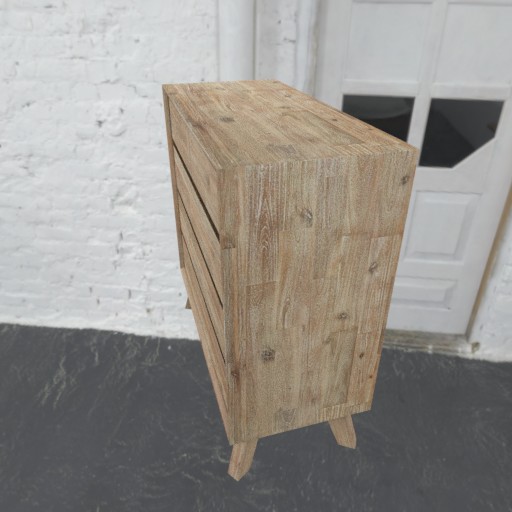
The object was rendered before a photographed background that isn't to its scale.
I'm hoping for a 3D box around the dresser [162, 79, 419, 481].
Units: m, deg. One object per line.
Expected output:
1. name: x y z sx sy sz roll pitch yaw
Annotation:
1. dresser: 0.000 0.000 1.590 0.455 1.029 0.998 -9 31 -14
